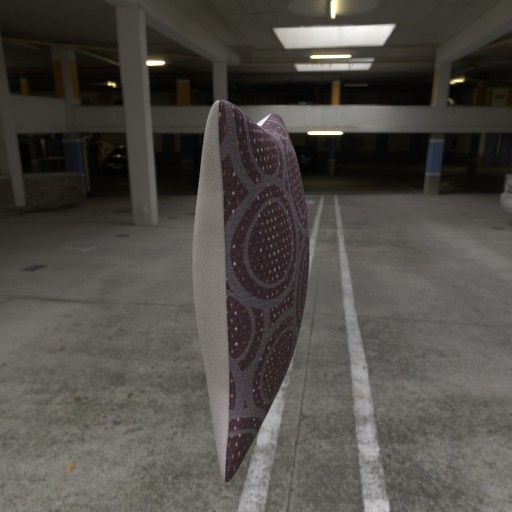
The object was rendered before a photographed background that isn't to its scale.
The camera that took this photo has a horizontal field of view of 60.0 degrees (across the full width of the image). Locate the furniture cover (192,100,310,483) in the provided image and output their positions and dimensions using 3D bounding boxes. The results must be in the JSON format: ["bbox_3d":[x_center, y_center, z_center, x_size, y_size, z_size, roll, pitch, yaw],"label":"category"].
[{"bbox_3d":[0.000,0.000,0.808,0.193,0.509,0.552,3,16,9],"label":"furniture cover"}]
